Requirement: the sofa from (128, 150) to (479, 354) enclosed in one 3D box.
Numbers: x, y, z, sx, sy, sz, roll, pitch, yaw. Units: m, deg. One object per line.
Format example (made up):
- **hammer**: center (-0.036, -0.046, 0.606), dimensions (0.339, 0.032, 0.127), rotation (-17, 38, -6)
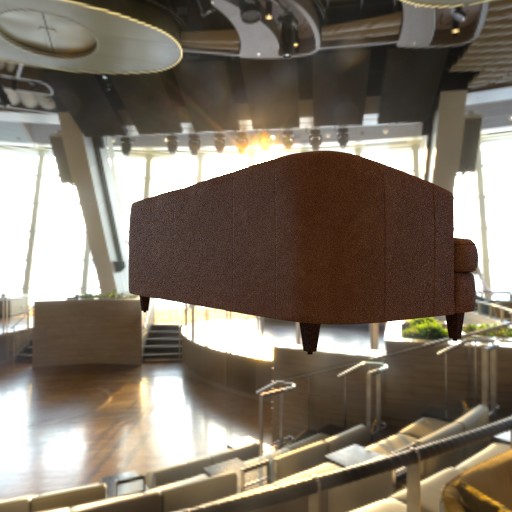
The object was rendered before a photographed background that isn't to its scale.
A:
- **sofa**: center (0.000, 0.000, 2.660), dimensions (0.922, 0.791, 2.257), rotation (1, -1, -35)
